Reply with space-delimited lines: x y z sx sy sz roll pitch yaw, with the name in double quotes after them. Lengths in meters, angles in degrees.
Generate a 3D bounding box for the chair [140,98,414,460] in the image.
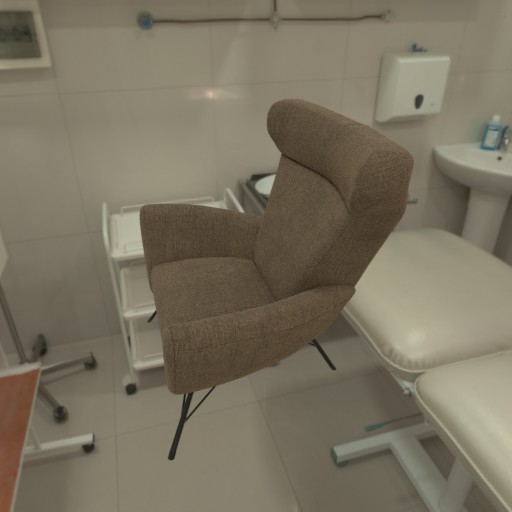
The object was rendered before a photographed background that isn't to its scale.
0.000 0.000 1.744 0.900 1.040 0.980 -9 32 -15 "chair"
